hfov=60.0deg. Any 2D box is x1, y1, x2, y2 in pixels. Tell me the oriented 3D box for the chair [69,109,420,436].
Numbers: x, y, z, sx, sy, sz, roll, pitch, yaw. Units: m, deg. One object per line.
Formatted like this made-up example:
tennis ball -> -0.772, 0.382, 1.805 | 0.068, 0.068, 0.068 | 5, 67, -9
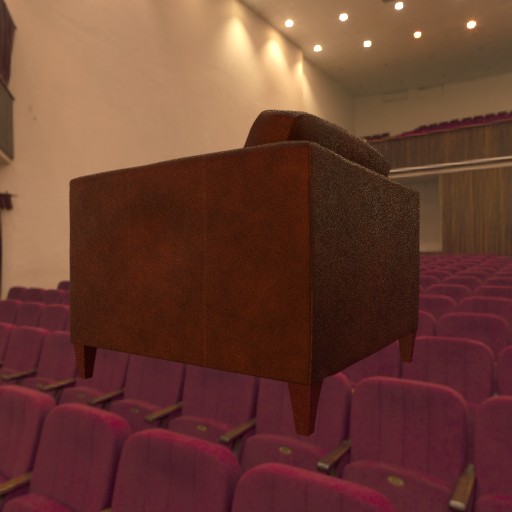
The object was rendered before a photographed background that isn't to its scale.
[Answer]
chair -> 0.000, 0.000, 1.696 | 0.975, 0.864, 0.990 | 0, 0, 34
